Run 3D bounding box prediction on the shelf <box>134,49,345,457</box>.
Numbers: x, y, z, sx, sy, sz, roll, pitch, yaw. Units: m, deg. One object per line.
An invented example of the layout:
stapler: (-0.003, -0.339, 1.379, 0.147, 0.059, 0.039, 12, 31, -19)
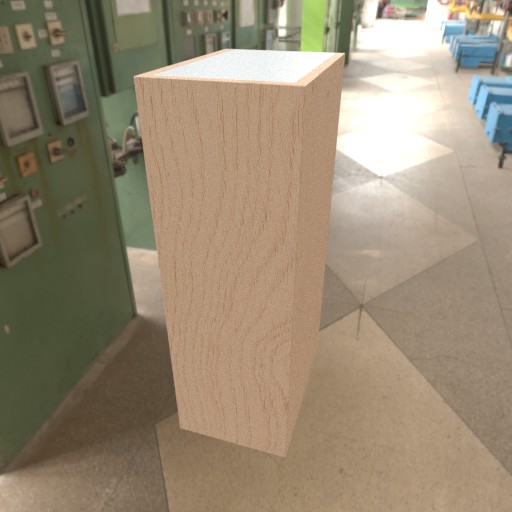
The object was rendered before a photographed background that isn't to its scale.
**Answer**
shelf: (0.000, 0.000, 0.745, 0.200, 0.600, 0.290, 9, 32, 15)
